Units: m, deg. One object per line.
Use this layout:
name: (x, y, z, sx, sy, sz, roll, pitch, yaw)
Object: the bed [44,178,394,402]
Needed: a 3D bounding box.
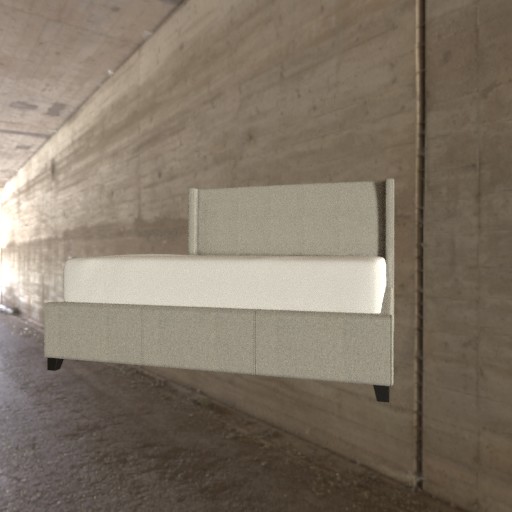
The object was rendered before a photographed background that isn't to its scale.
bed: (0.000, 0.000, 3.587, 2.140, 1.470, 2.280, 0, 0, 17)
